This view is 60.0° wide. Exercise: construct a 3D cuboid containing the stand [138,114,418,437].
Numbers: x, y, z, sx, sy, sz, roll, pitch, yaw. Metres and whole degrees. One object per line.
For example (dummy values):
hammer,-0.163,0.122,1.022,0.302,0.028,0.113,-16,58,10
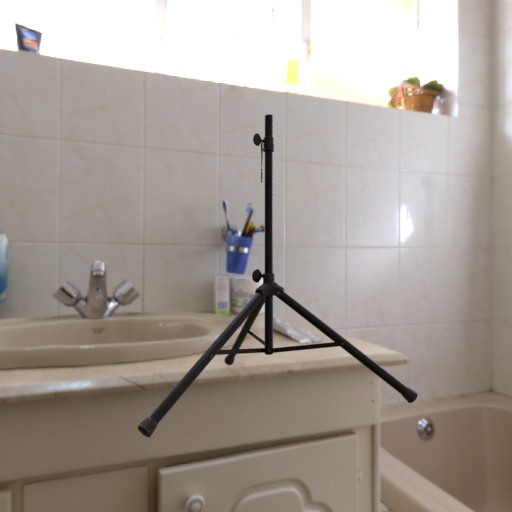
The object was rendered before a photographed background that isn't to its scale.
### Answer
stand,0.000,0.000,1.937,1.045,1.136,0.907,0,-1,-18
